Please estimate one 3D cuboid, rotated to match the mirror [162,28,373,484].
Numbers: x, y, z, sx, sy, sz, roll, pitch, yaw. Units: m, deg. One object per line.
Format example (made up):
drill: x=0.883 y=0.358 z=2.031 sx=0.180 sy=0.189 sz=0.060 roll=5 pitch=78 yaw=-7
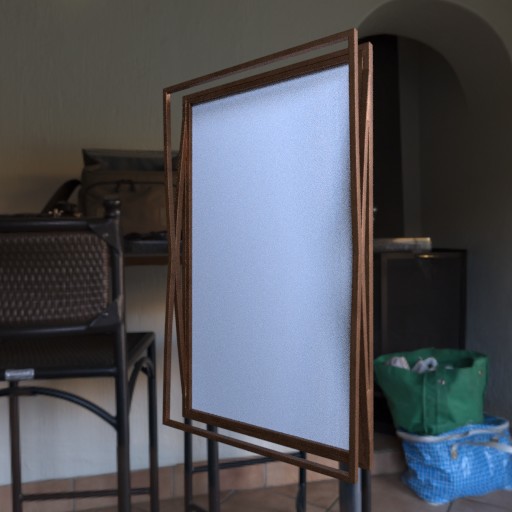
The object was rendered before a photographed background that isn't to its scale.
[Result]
mirror: x=0.000 y=0.000 z=0.909 sx=0.468 sy=0.768 sz=0.082 roll=0 pitch=0 yaw=35
